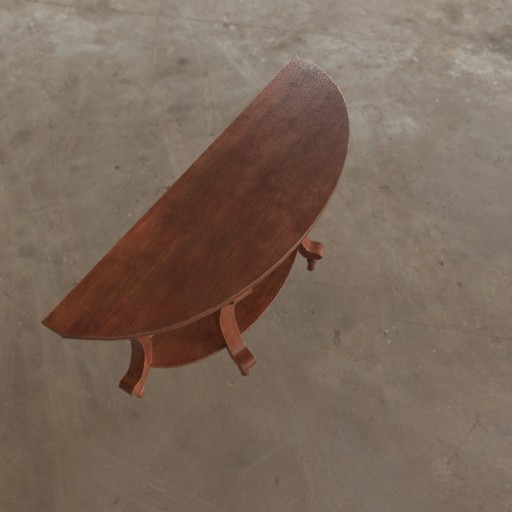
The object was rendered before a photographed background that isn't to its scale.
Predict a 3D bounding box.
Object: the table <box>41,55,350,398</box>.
[{"bbox_3d":[0.000,0.000,1.504,0.394,0.699,1.198,27,60,17],"label":"table"}]
